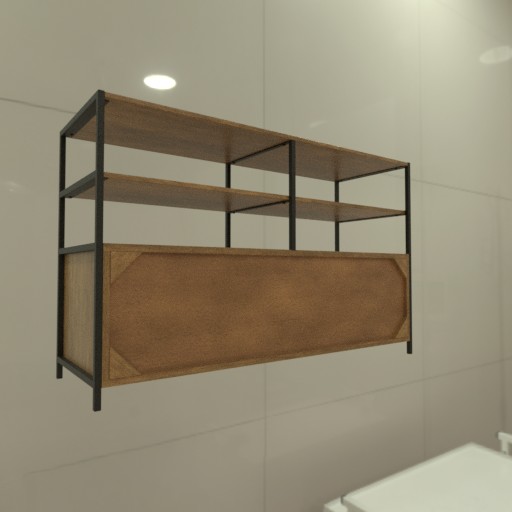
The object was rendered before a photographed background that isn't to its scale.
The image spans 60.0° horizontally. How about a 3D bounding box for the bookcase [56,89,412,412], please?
[{"bbox_3d":[0.000,0.000,1.469,1.149,0.712,0.391,1,-2,-36],"label":"bookcase"}]
